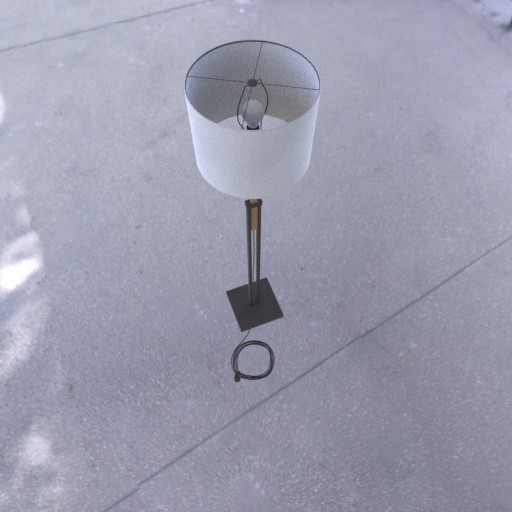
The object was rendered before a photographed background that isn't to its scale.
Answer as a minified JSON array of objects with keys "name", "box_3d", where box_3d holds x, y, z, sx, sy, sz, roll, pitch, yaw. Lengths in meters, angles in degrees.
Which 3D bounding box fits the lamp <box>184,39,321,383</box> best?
[{"name":"lamp","box_3d":[0.000,0.000,1.969,0.474,1.650,0.639,-18,62,-10]}]
